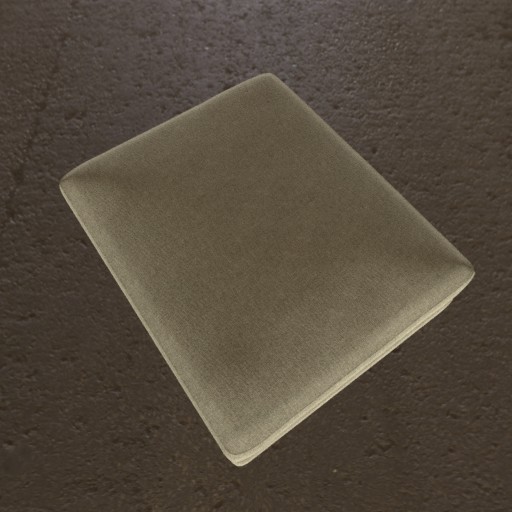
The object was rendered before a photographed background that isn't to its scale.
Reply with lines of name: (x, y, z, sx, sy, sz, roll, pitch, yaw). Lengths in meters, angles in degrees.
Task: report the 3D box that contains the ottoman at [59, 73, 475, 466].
ottoman: (0.000, 0.000, 1.224, 0.693, 0.474, 0.821, -32, 68, -15)
